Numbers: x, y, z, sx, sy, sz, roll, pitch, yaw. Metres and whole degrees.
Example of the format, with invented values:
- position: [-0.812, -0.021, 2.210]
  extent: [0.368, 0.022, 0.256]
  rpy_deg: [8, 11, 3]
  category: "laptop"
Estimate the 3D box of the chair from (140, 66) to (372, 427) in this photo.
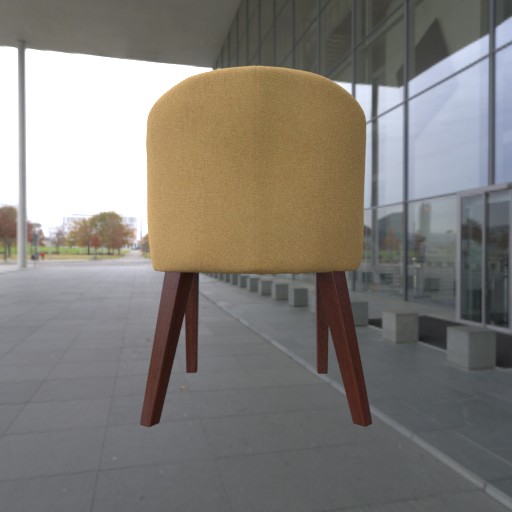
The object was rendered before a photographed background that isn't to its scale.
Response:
- position: [0.000, 0.000, 1.246]
  extent: [0.583, 0.811, 0.655]
  rpy_deg: [0, 1, 0]
  category: "chair"
